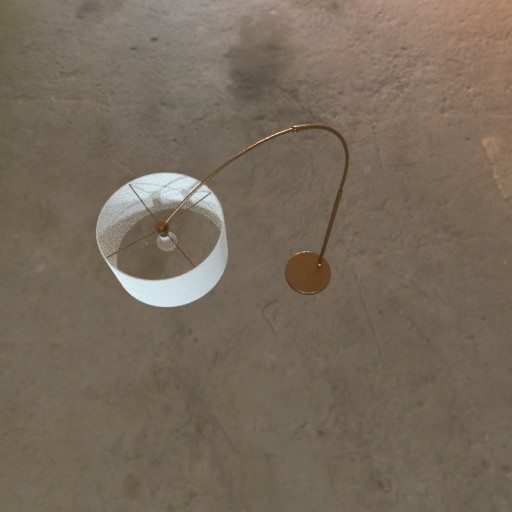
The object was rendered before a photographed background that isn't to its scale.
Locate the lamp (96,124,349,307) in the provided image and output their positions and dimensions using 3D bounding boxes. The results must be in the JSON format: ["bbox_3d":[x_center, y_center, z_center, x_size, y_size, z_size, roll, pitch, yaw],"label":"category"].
[{"bbox_3d":[0.000,0.000,2.598,1.434,1.927,0.493,-35,68,-16],"label":"lamp"}]
